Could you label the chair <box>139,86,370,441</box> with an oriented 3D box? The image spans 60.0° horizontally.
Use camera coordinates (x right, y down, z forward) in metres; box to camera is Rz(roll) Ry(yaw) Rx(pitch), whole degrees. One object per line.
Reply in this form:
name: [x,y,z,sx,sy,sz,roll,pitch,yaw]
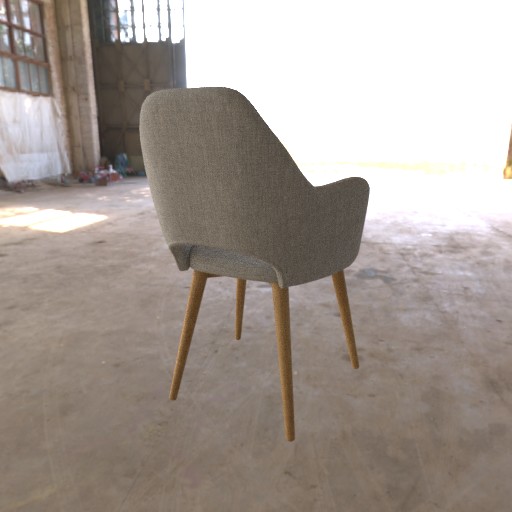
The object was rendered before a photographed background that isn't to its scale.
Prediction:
chair: [0.000,0.000,1.250,0.590,0.840,0.610,8,17,28]
